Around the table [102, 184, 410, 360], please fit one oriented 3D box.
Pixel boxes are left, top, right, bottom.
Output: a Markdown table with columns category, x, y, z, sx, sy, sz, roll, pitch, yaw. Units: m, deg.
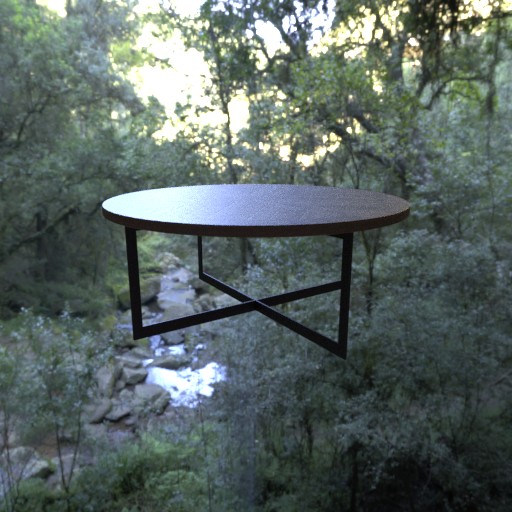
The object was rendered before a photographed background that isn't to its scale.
| category | x | y | z | sx | sy | sz | roll | pitch | yaw |
| --- | --- | --- | --- | --- | --- | --- | --- | --- | --- |
| table | 0.000 | 0.000 | 1.980 | 1.264 | 0.516 | 1.264 | 0 | 15 | 0 |
